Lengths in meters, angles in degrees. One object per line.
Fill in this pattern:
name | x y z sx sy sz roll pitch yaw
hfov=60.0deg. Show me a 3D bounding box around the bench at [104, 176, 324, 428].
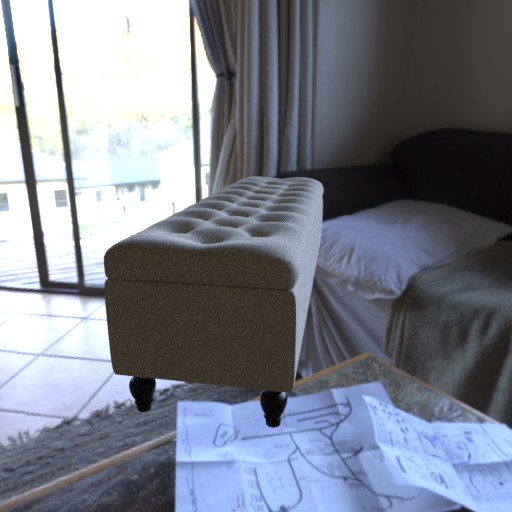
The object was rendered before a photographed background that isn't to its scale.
bench | 0.000 0.000 1.712 0.455 0.467 1.480 3 16 10
